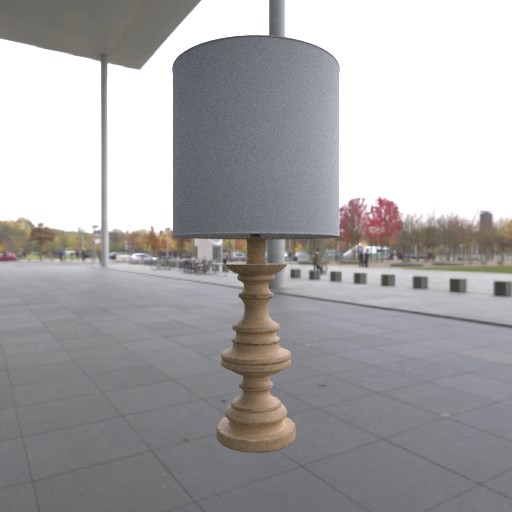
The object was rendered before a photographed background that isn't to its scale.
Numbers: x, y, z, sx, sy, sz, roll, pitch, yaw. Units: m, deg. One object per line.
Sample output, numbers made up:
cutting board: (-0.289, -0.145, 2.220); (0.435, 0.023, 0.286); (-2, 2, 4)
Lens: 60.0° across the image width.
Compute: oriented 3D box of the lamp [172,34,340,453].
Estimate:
lamp: (0.000, 0.000, 0.560); (0.208, 0.455, 0.208); (0, 1, -17)
